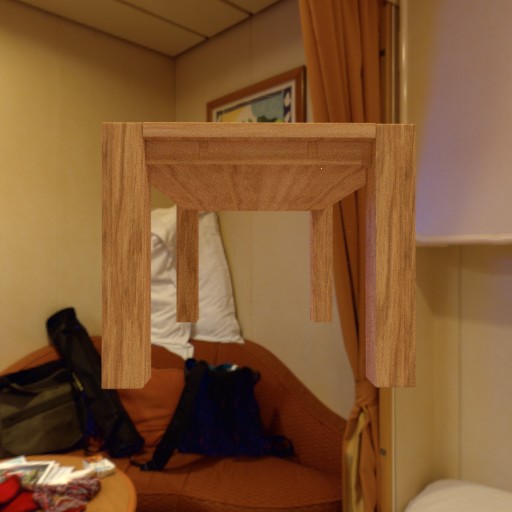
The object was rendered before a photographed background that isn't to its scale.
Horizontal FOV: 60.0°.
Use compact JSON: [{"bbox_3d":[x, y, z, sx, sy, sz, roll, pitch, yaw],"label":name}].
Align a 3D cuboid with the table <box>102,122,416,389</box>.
[{"bbox_3d":[0.000,0.000,1.968,0.900,0.760,1.400,0,0,-1],"label":"table"}]
